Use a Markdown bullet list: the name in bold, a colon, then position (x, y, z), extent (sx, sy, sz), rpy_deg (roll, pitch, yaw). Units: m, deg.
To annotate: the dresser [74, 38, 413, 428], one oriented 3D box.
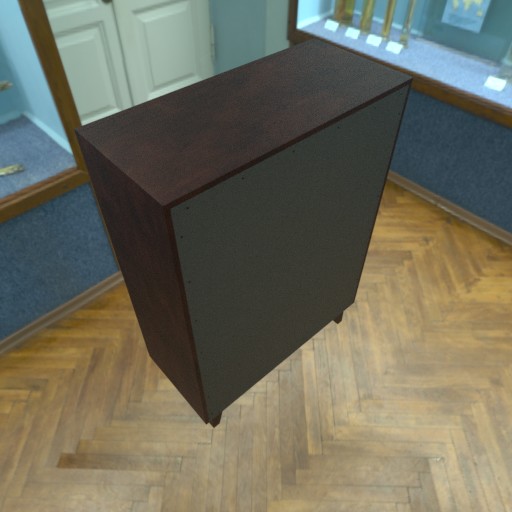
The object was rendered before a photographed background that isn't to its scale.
- **dresser**: position (0.000, 0.000, 2.030), extent (1.072, 1.514, 0.506), rpy_deg (-33, 55, -27)
